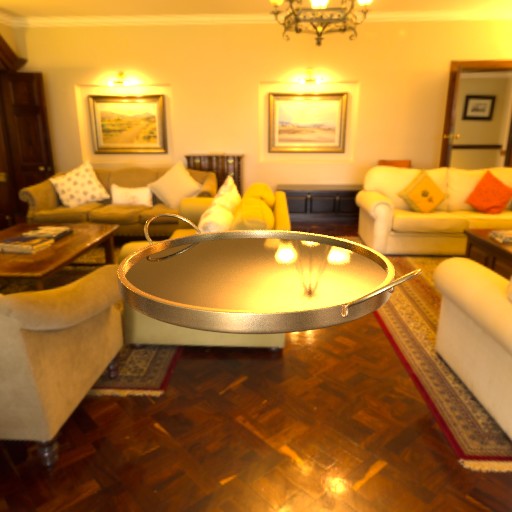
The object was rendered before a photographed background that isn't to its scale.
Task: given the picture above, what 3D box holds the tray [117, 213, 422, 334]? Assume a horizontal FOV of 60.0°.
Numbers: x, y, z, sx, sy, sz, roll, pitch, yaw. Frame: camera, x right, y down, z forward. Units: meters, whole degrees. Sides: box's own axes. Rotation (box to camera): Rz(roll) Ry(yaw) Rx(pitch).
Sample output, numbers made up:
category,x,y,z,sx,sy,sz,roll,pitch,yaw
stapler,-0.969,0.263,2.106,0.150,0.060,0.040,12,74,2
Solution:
category,x,y,z,sx,sy,sz,roll,pitch,yaw
tray,0.000,0.000,0.729,0.543,0.069,0.438,15,22,42
